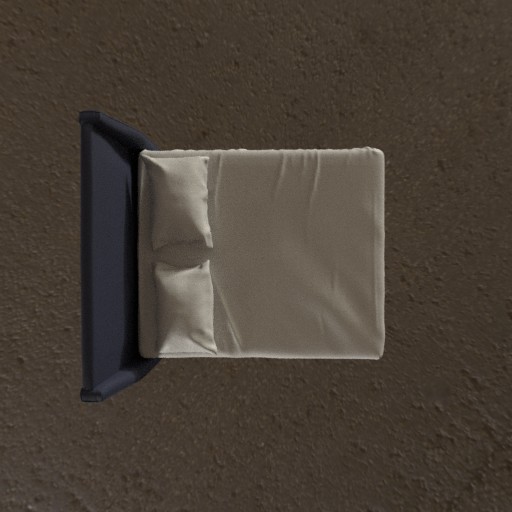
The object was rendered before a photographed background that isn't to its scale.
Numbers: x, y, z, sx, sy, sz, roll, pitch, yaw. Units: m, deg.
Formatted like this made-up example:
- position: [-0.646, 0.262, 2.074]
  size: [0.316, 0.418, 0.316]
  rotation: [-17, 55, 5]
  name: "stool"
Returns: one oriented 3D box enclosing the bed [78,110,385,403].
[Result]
- position: [0.000, 0.000, 3.484]
  size: [2.276, 1.332, 1.925]
  rotation: [0, 91, 2]
  name: "bed"
